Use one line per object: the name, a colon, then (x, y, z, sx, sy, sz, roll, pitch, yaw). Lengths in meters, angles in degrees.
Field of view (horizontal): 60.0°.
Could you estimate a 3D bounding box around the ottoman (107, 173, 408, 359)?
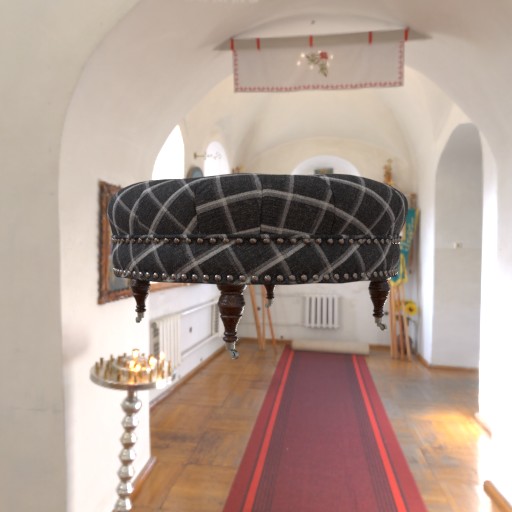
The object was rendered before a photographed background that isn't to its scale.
ottoman: (0.000, 0.000, 1.380, 0.901, 0.439, 0.901, 0, 2, 0)
